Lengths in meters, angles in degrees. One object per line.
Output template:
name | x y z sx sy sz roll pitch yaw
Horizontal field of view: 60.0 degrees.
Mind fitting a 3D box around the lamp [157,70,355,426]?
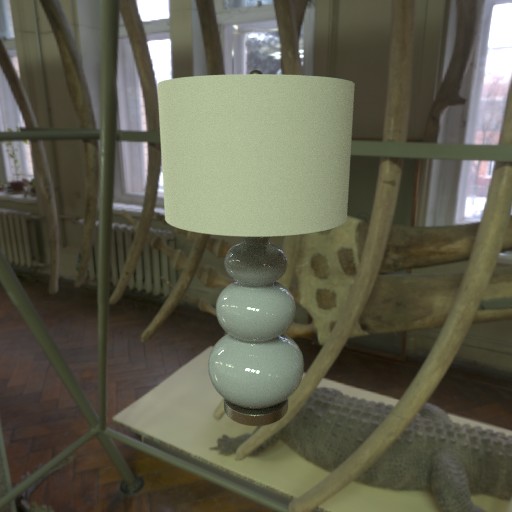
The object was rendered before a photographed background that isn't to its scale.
lamp | 0.000 0.000 0.937 0.367 0.730 0.367 8 18 27
